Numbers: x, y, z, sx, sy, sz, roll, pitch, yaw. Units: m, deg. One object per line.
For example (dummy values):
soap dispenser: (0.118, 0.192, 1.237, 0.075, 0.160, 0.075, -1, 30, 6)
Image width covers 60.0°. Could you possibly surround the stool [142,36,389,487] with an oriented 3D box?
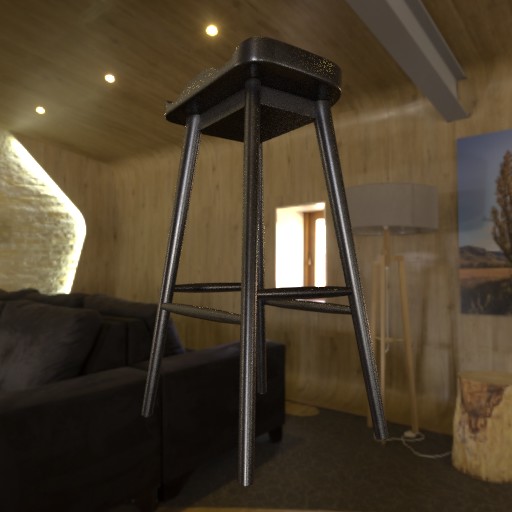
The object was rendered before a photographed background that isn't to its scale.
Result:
stool: (0.000, 0.000, 0.985, 0.361, 0.749, 0.440, 1, -2, -35)
